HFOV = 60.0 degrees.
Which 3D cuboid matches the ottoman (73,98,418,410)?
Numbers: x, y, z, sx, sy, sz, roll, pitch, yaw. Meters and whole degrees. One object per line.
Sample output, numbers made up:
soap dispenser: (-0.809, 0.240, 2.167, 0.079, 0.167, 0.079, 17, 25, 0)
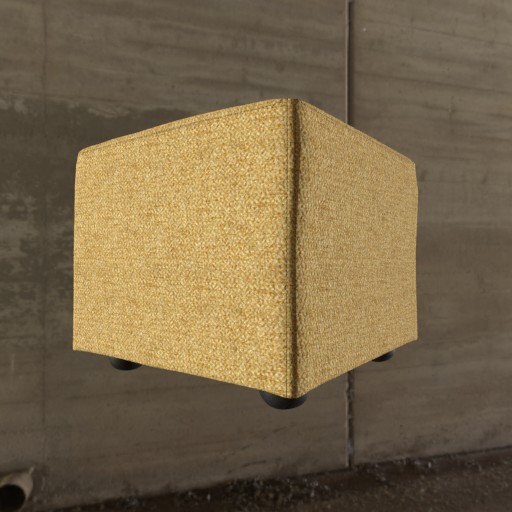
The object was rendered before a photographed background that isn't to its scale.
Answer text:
ottoman: (0.000, 0.000, 0.890, 0.505, 0.441, 0.512, 0, 0, 37)
